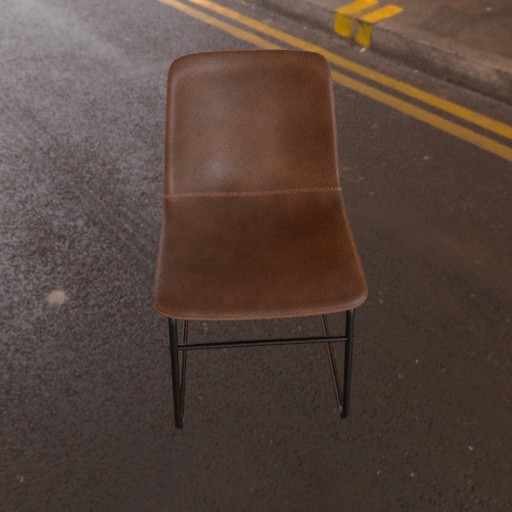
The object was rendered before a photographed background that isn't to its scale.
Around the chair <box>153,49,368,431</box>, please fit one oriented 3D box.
[{"bbox_3d":[0.000,0.000,1.082,0.460,0.780,0.551,-3,47,-2],"label":"chair"}]
